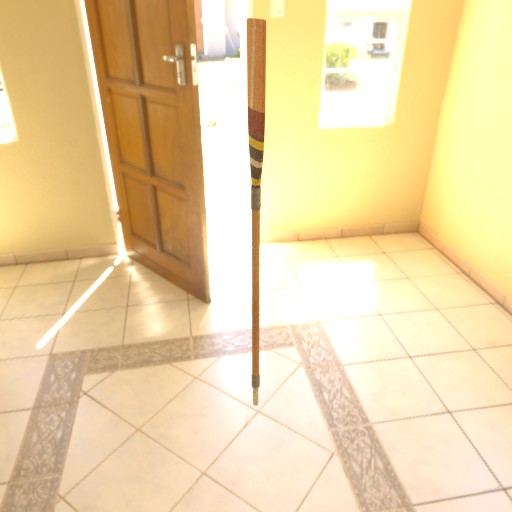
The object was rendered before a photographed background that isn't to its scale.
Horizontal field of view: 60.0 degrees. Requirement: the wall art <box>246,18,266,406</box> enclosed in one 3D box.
[{"bbox_3d":[0.000,0.000,1.647,0.038,1.556,0.146,-10,31,-17],"label":"wall art"}]
